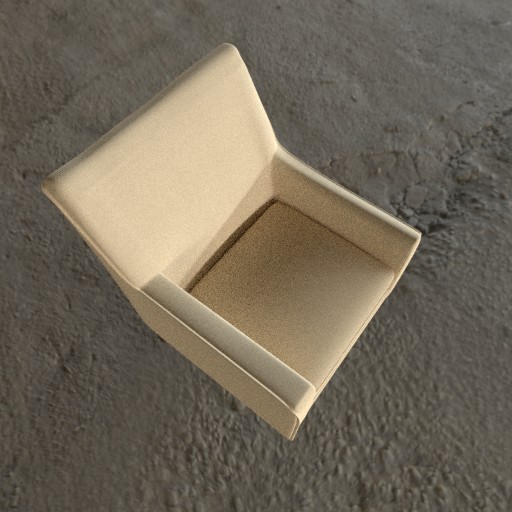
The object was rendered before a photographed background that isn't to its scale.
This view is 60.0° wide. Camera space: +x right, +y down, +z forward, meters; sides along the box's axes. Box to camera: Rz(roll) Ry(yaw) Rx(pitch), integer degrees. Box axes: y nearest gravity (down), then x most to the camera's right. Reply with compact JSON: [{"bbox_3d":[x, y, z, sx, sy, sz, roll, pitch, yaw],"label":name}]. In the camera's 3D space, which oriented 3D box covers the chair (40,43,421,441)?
[{"bbox_3d":[0.000,0.000,1.575,0.899,0.919,0.780,34,65,18],"label":"chair"}]
